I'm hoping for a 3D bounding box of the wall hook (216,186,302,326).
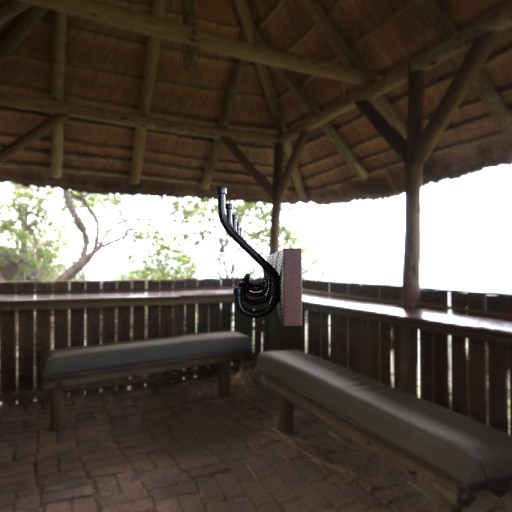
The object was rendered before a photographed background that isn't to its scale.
[{"bbox_3d":[0.000,0.000,0.625,0.071,0.117,0.571,0,-1,0],"label":"wall hook"}]
